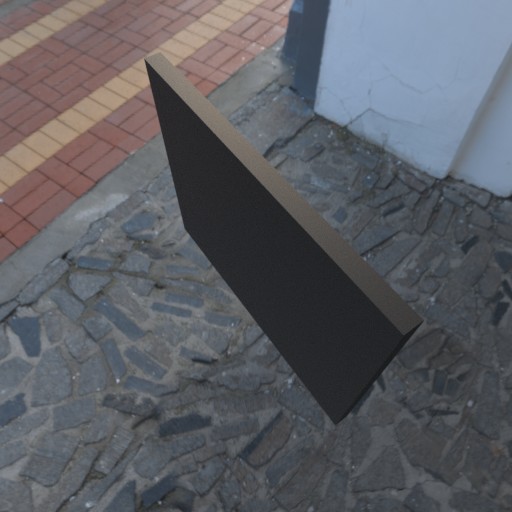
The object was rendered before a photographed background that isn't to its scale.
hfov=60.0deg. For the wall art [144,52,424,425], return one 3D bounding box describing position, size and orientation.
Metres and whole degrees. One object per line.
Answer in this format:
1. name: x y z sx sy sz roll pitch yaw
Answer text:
1. wall art: 0.000 0.000 0.767 0.029 0.457 0.558 -31 63 -18
